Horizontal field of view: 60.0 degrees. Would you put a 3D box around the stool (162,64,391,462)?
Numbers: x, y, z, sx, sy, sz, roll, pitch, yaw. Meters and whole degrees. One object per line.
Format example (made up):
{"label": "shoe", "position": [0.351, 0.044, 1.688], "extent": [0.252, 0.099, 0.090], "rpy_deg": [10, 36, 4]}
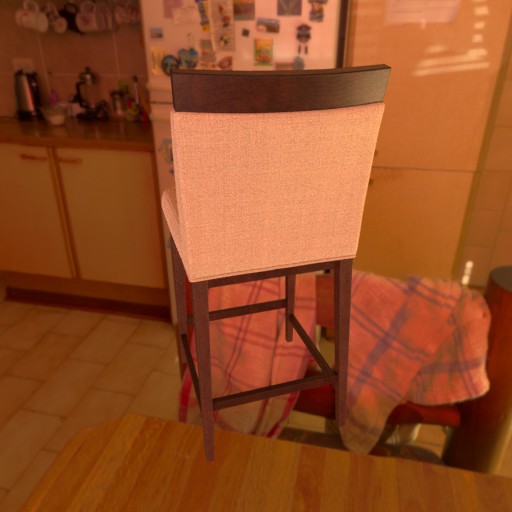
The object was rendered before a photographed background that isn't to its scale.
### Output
{"label": "stool", "position": [0.000, 0.000, 1.254], "extent": [0.463, 1.011, 0.480], "rpy_deg": [-8, 28, -16]}
